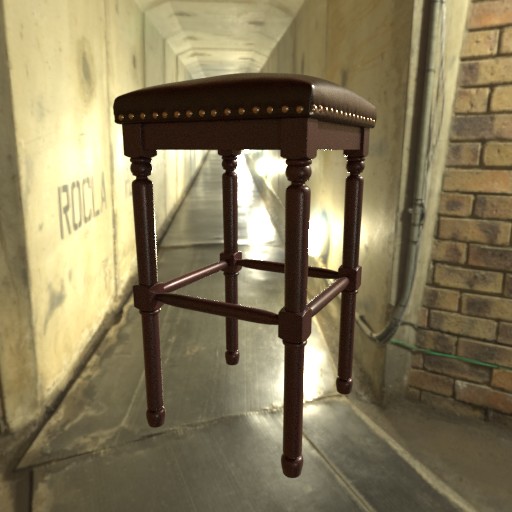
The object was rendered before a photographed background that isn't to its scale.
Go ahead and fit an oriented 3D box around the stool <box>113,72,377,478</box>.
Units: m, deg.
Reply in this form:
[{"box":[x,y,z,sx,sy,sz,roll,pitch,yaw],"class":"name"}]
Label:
[{"box":[0.000,0.000,0.928,0.382,0.702,0.383,7,15,27],"class":"stool"}]
